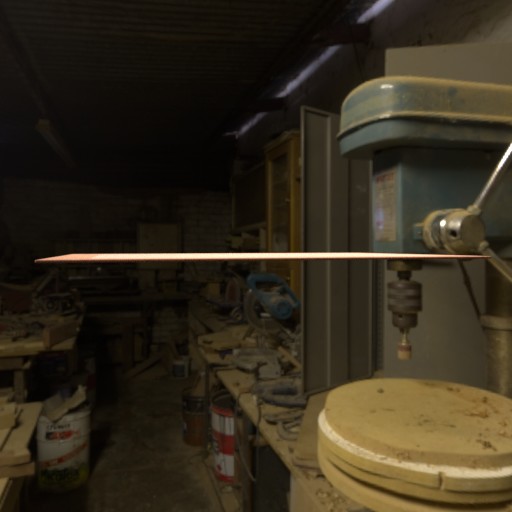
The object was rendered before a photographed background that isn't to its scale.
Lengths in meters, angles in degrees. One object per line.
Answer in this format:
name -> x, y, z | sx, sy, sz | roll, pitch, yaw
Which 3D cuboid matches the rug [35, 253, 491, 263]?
rug -> 0.000, 0.000, 2.976 | 2.438, 0.014, 1.524 | 0, 1, -17
